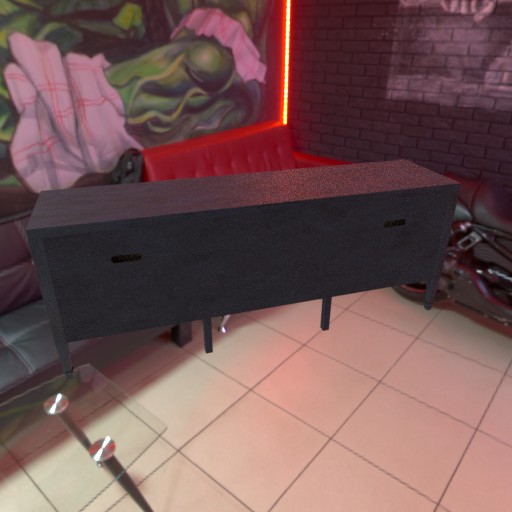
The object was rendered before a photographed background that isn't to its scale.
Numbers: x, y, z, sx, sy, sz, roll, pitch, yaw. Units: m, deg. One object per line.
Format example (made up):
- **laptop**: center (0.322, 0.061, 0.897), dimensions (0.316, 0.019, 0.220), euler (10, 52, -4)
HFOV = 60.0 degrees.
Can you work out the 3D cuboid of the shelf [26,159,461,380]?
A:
- **shelf**: center (0.000, 0.000, 2.202), dimensions (1.878, 0.715, 0.471), euler (-8, 28, -15)
